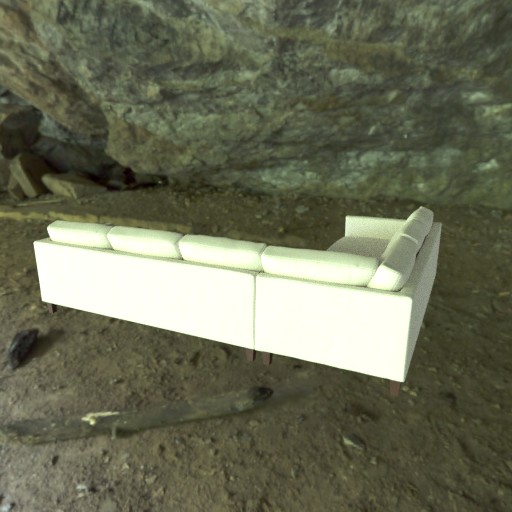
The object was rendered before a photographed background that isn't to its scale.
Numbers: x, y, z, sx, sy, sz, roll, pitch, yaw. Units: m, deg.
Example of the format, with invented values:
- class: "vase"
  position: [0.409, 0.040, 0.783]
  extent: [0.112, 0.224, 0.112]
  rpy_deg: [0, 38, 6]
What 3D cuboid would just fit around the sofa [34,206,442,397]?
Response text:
- class: "sofa"
  position: [0.000, 0.000, 4.333]
  extent: [3.182, 0.863, 2.432]
  rpy_deg: [8, 18, 24]
